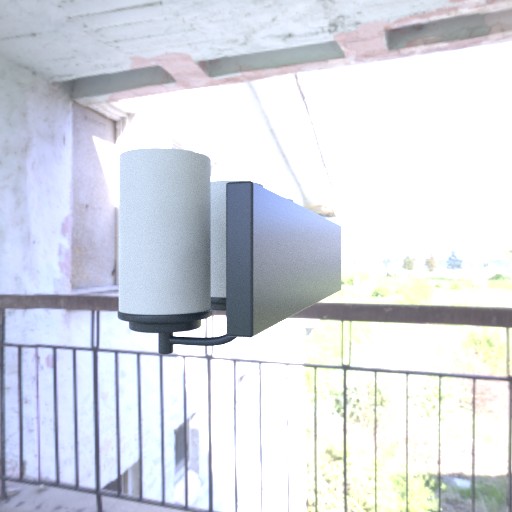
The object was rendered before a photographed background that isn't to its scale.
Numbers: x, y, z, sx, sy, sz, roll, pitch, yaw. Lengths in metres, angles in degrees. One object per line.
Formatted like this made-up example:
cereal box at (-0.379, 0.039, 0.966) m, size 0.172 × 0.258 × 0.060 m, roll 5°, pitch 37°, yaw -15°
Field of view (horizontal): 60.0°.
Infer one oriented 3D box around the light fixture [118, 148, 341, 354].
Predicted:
light fixture at (0.000, 0.000, 0.533) m, size 0.145 × 0.172 × 0.451 m, roll 0°, pitch 0°, yaw 18°
